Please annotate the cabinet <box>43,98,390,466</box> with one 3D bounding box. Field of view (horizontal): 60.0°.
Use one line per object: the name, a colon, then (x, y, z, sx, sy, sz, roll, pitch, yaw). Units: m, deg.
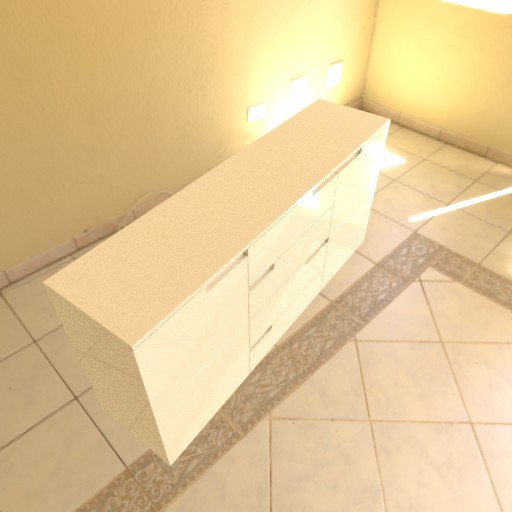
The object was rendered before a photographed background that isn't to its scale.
cabinet: (0.000, 0.000, 2.023, 0.400, 0.800, 1.650, 27, 49, 26)
